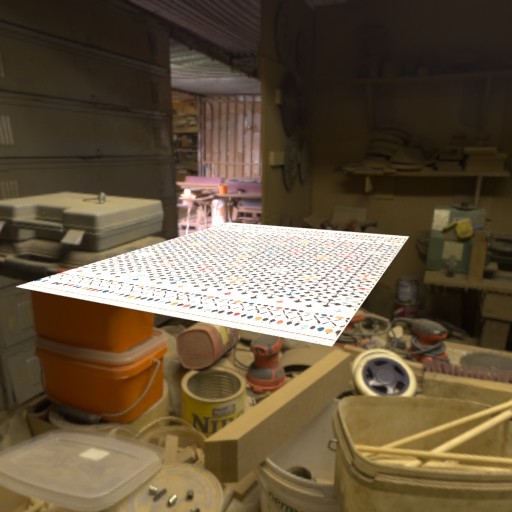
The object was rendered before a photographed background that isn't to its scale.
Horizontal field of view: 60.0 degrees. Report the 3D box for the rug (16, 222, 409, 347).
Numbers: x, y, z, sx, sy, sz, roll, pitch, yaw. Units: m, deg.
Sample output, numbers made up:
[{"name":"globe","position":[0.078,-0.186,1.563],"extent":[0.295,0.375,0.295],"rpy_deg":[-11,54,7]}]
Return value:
[{"name":"rug","position":[0.000,0.000,4.138],"extent":[2.354,0.007,3.196],"rpy_deg":[6,15,24]}]
